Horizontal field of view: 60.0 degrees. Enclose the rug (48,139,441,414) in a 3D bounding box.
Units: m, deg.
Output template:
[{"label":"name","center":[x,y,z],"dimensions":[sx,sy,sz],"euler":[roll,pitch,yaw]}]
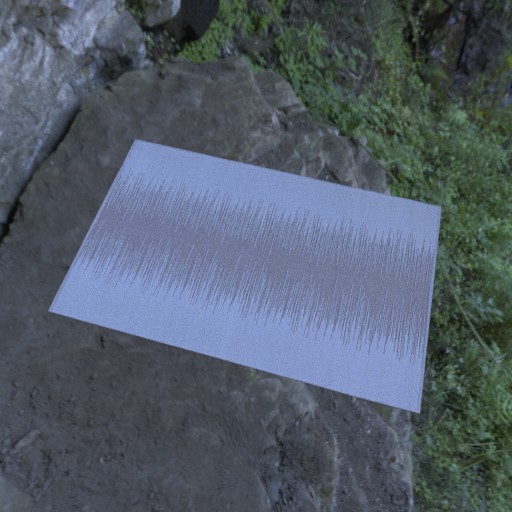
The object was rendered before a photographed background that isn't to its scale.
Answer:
[{"label":"rug","center":[0.000,0.000,3.110],"dimensions":[2.440,0.012,1.522],"euler":[14,65,7]}]
